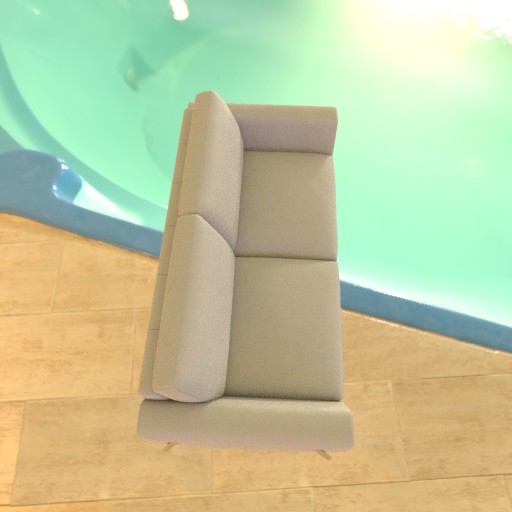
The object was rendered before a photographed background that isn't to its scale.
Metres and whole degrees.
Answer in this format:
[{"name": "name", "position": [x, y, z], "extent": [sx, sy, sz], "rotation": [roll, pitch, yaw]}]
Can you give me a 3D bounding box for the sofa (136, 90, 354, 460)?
[{"name": "sofa", "position": [0.000, 0.000, 2.510], "extent": [0.953, 0.875, 2.017], "rotation": [2, 63, 1]}]
